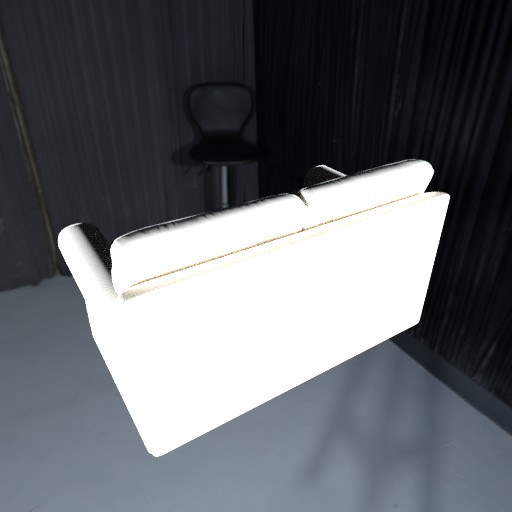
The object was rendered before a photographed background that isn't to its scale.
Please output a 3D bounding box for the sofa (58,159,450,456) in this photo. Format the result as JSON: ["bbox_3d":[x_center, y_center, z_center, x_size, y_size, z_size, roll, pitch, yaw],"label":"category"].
[{"bbox_3d":[0.000,0.000,2.308,1.727,0.940,0.991,-18,36,-27],"label":"sofa"}]
